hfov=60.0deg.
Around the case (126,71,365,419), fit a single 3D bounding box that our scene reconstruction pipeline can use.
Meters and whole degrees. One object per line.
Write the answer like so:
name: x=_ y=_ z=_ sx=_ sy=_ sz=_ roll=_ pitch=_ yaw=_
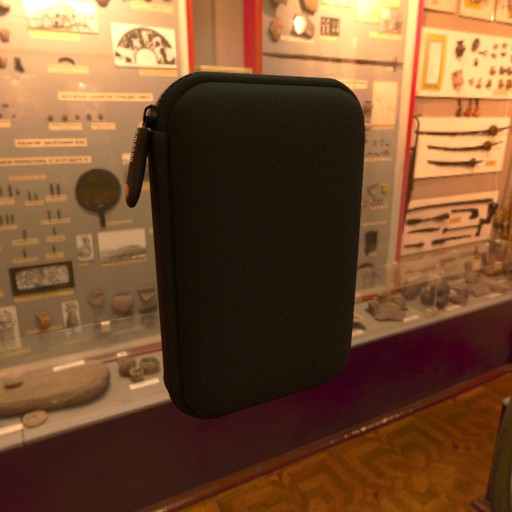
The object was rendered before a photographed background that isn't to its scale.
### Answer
case: x=0.000 y=0.000 z=0.193 sx=0.107 sy=0.147 sz=0.030 roll=-8 pitch=18 yaw=-26
